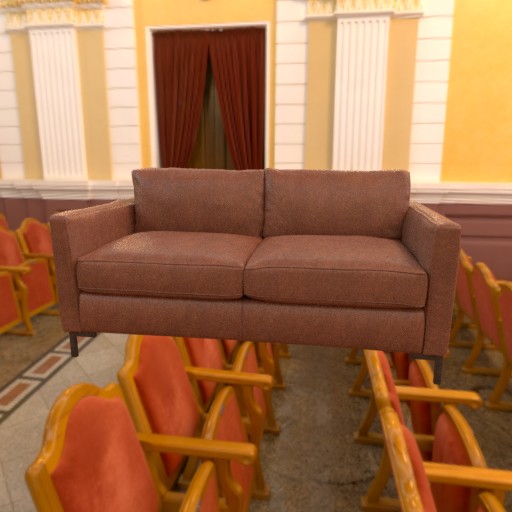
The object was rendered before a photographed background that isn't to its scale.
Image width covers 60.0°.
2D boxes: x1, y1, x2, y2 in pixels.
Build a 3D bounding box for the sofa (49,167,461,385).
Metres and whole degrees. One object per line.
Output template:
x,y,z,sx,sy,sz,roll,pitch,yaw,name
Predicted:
0.000,0.000,2.296,1.797,0.883,0.899,2,13,8,sofa
